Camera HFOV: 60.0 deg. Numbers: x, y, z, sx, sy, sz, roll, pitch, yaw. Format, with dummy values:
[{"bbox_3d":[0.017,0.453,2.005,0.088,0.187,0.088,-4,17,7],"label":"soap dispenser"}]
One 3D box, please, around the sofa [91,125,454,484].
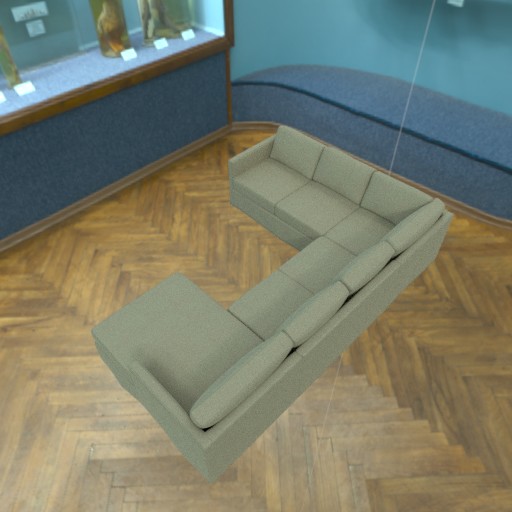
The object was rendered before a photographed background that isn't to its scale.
[{"bbox_3d":[0.000,0.000,4.550,2.427,0.882,3.460,36,56,29],"label":"sofa"}]
